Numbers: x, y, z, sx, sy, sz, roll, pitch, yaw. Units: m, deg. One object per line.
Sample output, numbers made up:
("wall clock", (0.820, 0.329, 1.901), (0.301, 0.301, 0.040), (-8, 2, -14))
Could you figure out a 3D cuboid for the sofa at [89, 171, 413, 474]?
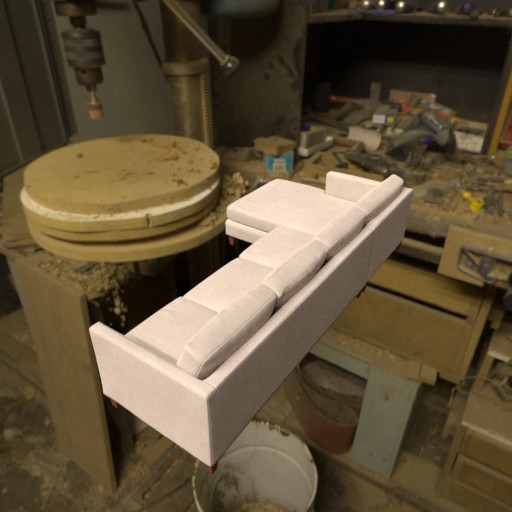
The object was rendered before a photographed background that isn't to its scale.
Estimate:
("sofa", (0.000, 0.000, 3.808), (1.625, 0.846, 3.186), (20, 37, 29))
